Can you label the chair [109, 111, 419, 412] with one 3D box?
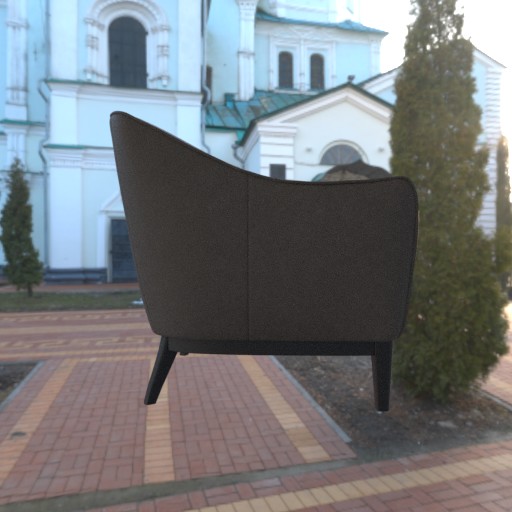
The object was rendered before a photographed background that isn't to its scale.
[{"bbox_3d":[0.000,0.000,1.543,0.852,0.830,0.871,0,0,0],"label":"chair"}]
